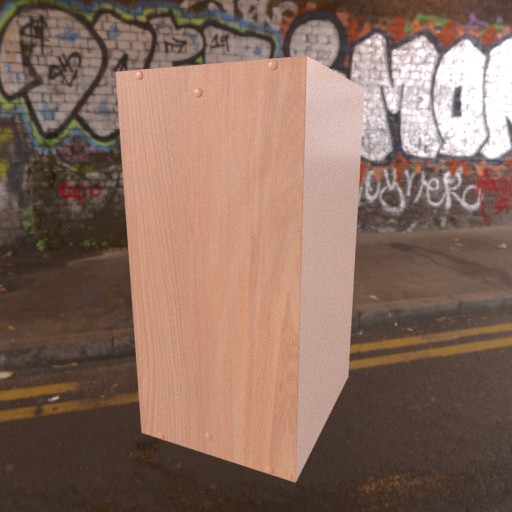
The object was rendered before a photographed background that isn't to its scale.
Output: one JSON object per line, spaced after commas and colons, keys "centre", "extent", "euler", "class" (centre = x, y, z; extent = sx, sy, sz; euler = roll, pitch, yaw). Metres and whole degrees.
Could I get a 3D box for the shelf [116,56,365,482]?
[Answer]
{"centre": [0.000, 0.000, 0.810], "extent": [0.290, 0.600, 0.350], "euler": [6, 15, 24], "class": "shelf"}
